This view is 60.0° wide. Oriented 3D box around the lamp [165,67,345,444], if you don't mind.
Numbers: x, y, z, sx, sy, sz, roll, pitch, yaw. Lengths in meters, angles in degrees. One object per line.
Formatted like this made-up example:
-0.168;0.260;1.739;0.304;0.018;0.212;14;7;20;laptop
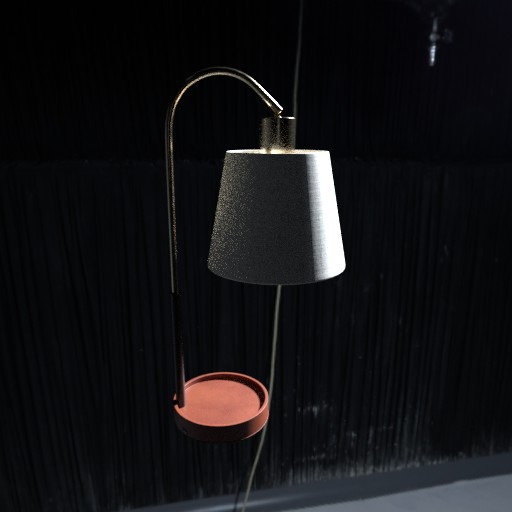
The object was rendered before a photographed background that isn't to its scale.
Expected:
0.000;0.000;0.679;0.273;0.536;0.211;-3;15;-9;lamp
